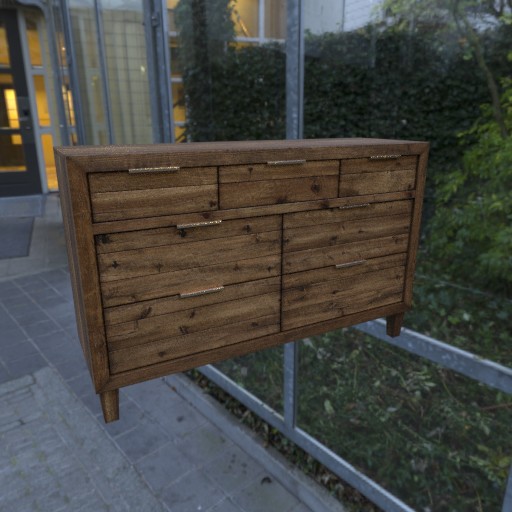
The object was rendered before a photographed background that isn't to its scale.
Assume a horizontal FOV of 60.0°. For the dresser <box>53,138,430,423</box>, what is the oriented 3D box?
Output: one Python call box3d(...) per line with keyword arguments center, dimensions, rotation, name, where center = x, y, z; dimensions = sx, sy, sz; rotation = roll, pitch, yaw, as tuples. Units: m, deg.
box3d(center=(0.000, 0.000, 1.820), dimensions=(1.387, 0.892, 0.438), rotation=(-9, 20, -26), name="dresser")
